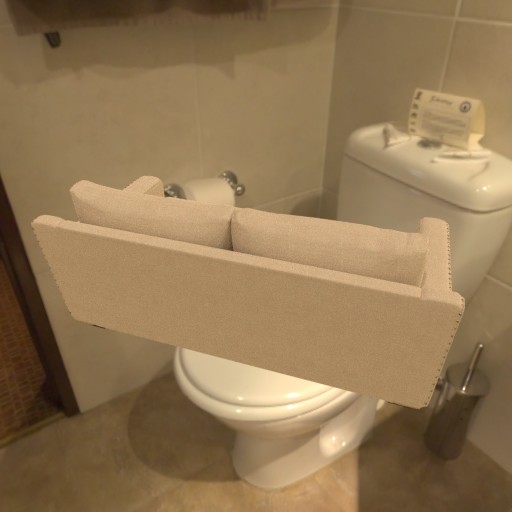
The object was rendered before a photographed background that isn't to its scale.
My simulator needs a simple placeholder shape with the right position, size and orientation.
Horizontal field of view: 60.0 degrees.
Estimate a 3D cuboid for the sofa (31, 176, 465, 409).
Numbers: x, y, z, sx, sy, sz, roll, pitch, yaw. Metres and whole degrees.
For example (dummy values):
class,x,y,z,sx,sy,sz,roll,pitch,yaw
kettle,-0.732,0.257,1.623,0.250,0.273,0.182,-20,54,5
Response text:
class,x,y,z,sx,sy,sz,roll,pitch,yaw
sofa,0.000,0.000,2.628,2.107,0.983,1.104,11,35,16
